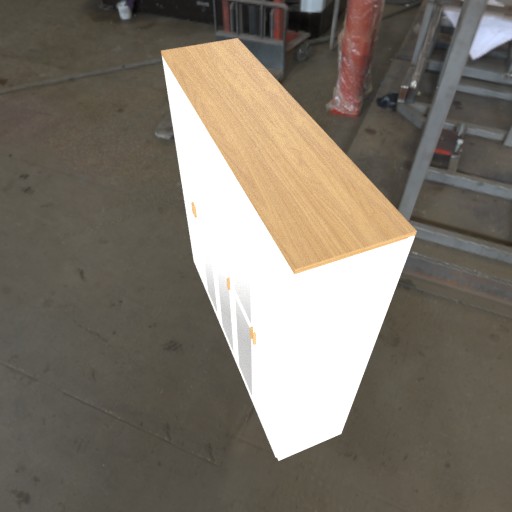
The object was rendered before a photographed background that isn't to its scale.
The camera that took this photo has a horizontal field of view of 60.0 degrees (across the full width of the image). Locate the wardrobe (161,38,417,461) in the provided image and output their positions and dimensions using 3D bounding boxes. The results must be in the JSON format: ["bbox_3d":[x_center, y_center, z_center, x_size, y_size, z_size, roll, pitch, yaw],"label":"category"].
[{"bbox_3d":[0.000,0.000,3.305,0.590,2.260,2.160,-17,50,-15],"label":"wardrobe"}]
